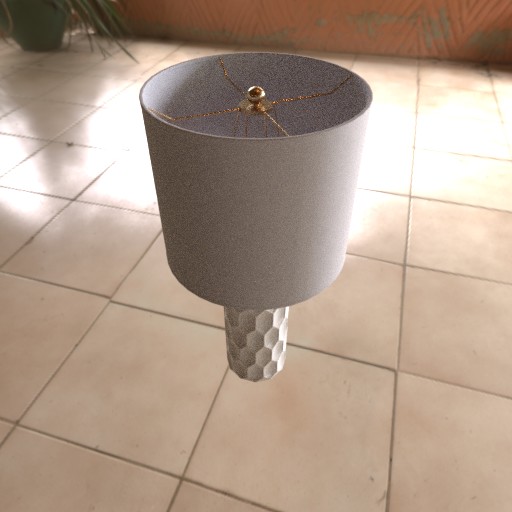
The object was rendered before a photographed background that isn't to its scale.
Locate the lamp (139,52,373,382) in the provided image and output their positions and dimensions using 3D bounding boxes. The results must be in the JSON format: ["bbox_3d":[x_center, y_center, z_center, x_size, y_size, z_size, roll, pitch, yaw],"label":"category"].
[{"bbox_3d":[0.000,0.000,0.708,0.277,0.537,0.277,11,42,12],"label":"lamp"}]
